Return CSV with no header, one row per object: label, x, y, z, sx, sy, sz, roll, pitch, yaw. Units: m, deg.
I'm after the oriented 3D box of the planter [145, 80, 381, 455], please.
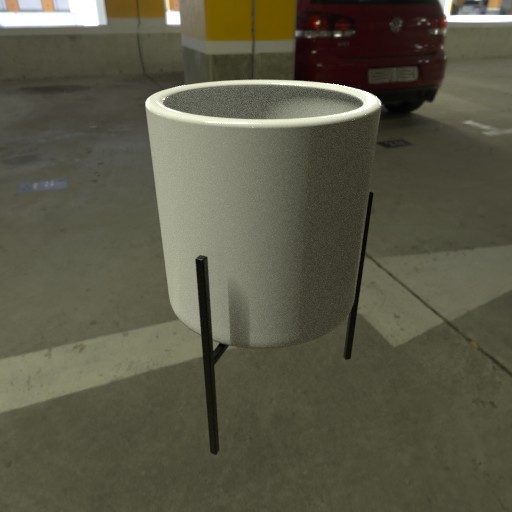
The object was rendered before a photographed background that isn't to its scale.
planter,0.000,0.000,0.512,0.239,0.356,0.239,-22,36,-33
